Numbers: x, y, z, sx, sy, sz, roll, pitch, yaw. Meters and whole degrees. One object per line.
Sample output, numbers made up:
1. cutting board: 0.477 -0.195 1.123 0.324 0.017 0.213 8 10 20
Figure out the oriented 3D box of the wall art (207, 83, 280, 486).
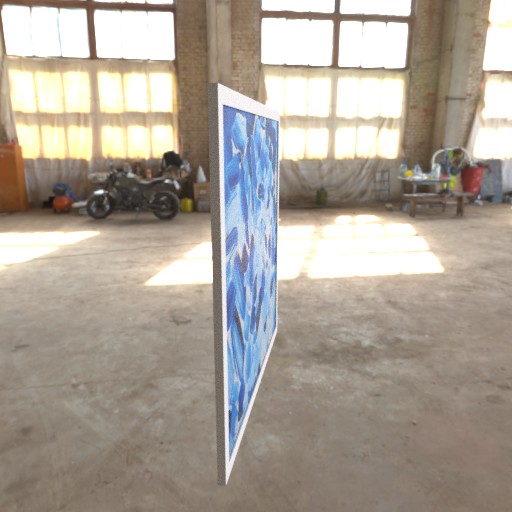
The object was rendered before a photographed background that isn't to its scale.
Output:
1. wall art: 0.000 0.000 1.006 0.015 0.660 0.660 3 15 10
